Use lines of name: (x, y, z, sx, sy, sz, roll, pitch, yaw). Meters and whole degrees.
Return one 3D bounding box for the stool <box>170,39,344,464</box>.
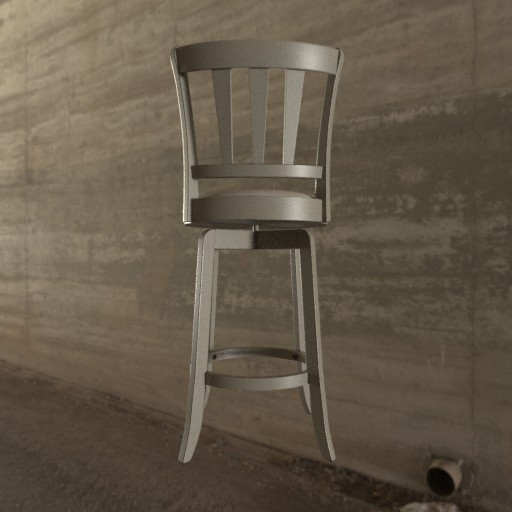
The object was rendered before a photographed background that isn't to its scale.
stool: (0.000, 0.000, 1.263, 0.436, 1.042, 0.475, 0, 0, -2)
